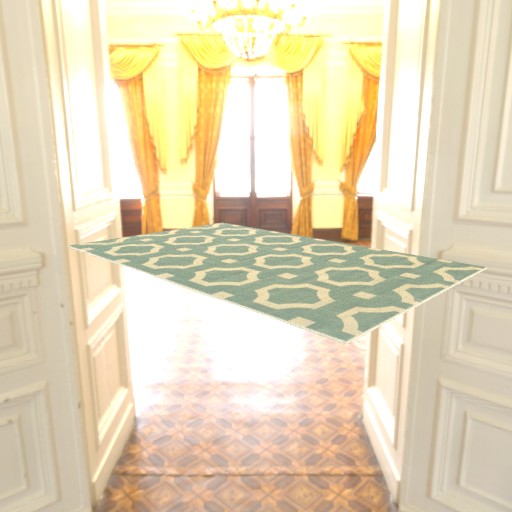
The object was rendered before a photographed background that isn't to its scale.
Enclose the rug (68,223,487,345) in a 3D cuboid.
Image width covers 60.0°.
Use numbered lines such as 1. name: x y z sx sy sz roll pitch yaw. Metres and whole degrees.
1. rug: 0.000 0.000 2.996 2.443 0.015 1.528 13 18 43
